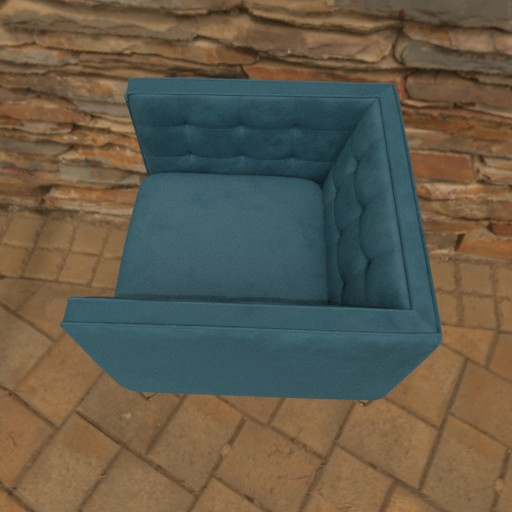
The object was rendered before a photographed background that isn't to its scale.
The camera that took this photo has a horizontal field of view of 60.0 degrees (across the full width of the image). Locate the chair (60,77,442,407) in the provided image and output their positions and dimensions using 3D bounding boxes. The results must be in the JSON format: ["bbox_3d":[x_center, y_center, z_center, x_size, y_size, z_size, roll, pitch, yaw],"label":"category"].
[{"bbox_3d":[0.000,0.000,1.530,0.894,0.790,0.880,2,60,1],"label":"chair"}]
